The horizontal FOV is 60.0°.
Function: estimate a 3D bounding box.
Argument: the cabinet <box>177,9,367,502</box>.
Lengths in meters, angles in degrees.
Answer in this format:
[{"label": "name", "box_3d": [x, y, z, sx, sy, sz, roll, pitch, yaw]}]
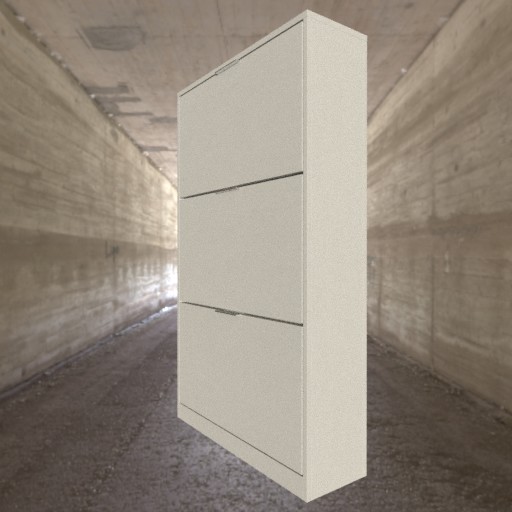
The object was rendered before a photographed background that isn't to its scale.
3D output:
[{"label": "cabinet", "box_3d": [0.000, 0.000, 1.518, 0.250, 1.280, 0.750, 0, 1, -36]}]
